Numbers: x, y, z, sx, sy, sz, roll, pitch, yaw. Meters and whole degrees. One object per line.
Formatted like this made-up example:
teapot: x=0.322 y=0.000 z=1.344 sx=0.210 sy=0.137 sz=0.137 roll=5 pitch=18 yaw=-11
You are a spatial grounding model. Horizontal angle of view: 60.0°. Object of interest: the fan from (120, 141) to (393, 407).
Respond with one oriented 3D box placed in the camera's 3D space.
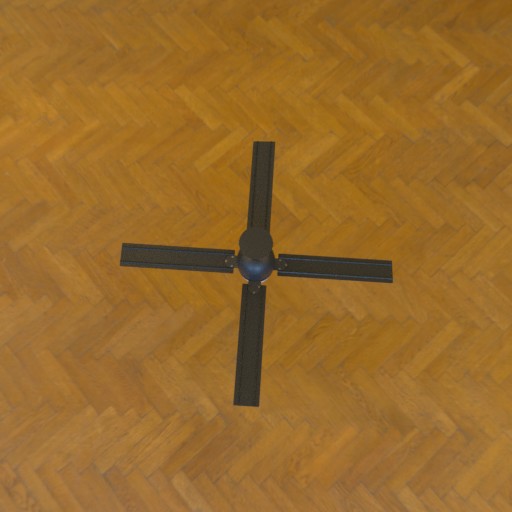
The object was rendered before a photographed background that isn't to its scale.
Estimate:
fan: x=0.000 y=0.000 z=2.021 sx=1.319 sy=0.410 sz=1.319 roll=2 pitch=75 yaw=1
